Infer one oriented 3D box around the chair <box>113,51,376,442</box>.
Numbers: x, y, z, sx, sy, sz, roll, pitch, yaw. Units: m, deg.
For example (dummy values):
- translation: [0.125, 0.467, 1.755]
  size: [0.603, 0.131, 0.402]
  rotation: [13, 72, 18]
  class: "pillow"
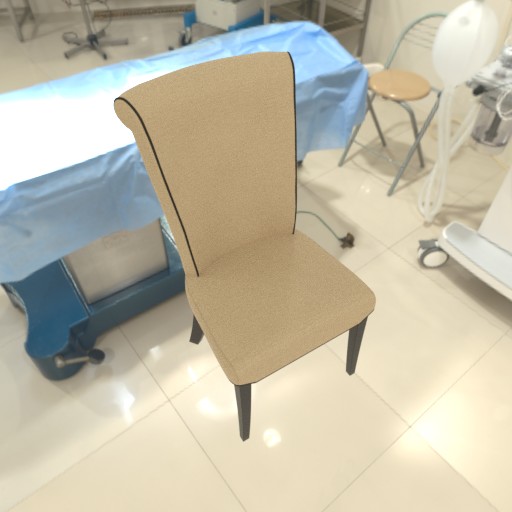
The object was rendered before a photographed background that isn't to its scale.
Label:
- translation: [0.000, 0.000, 1.386]
  size: [0.522, 0.997, 0.623]
  rotation: [-24, 52, -21]
  class: "chair"
